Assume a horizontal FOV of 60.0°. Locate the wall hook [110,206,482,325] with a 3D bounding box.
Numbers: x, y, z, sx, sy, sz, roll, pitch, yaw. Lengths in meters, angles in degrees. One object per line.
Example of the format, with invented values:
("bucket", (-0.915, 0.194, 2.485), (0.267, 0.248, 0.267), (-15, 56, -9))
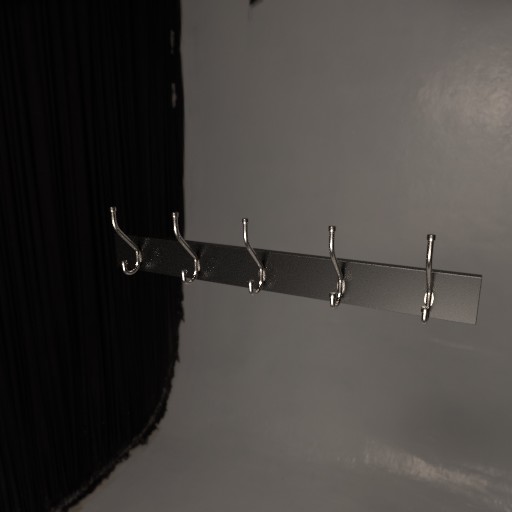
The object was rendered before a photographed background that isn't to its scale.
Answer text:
("wall hook", (0.000, 0.000, 0.625), (0.571, 0.117, 0.071), (7, 16, 26))
